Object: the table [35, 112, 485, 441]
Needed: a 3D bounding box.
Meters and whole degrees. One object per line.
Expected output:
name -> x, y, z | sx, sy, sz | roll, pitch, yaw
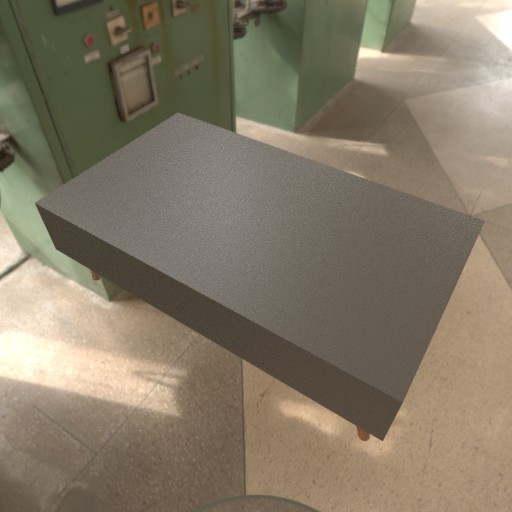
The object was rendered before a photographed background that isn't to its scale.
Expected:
table -> 0.000, 0.000, 1.509 | 1.201, 0.404, 0.703 | 25, 51, 23
